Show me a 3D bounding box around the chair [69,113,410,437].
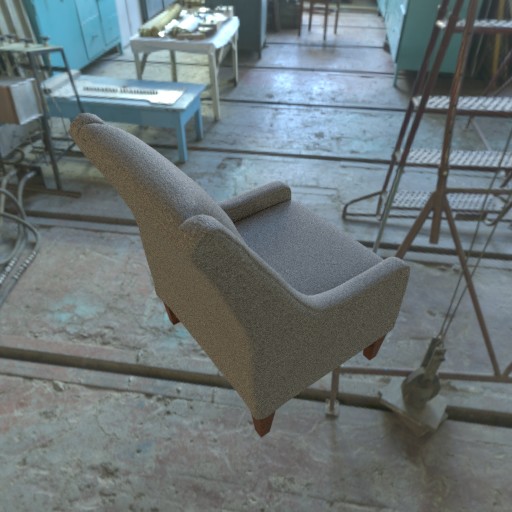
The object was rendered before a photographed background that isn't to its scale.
[{"bbox_3d":[0.000,0.000,1.603,0.870,1.016,0.774,-25,46,-27],"label":"chair"}]
